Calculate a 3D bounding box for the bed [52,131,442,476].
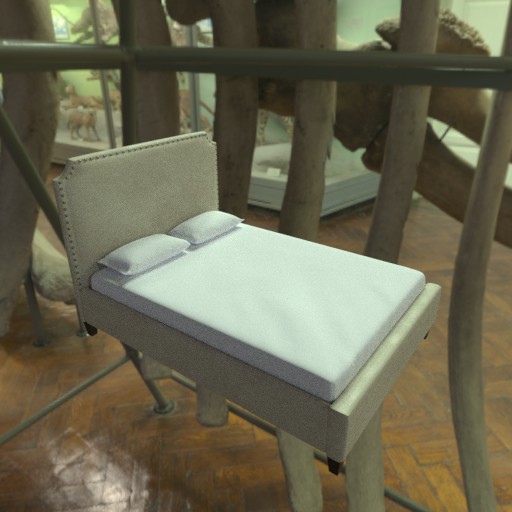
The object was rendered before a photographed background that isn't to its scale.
[{"bbox_3d":[0.000,0.000,3.356,2.372,1.443,1.712,17,30,32],"label":"bed"}]
